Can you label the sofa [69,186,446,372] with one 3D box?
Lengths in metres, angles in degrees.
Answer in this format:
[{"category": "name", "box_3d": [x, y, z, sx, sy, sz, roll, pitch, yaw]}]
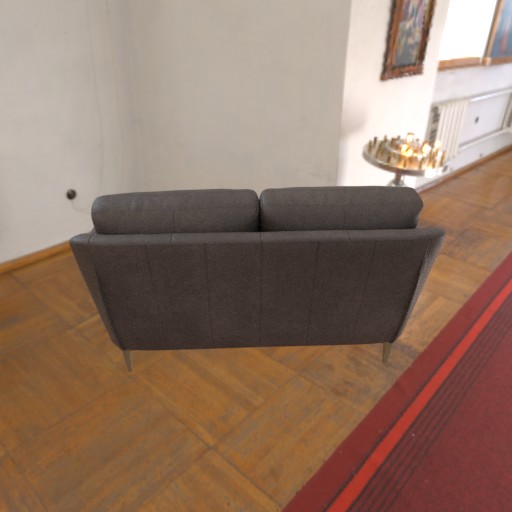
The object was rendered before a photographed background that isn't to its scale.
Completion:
[{"category": "sofa", "box_3d": [0.000, 0.000, 2.222, 1.619, 0.902, 0.960, -1, 30, -2]}]
